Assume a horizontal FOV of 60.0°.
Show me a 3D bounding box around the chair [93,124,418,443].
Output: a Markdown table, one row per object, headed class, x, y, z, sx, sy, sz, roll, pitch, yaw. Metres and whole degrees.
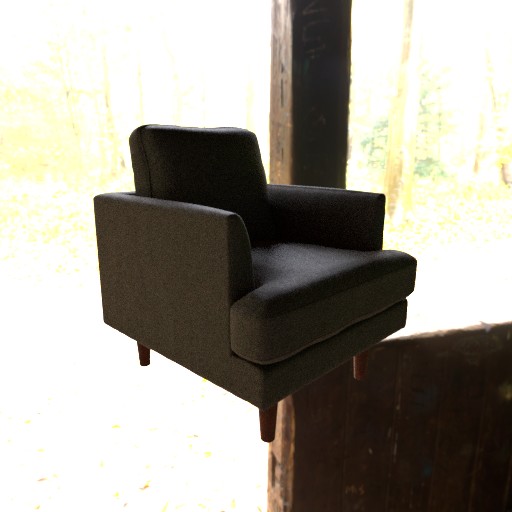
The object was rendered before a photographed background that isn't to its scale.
| class | x | y | z | sx | sy | sz | roll | pitch | yaw |
| --- | --- | --- | --- | --- | --- | --- | --- | --- | --- |
| chair | 0.000 | 0.000 | 1.651 | 0.899 | 0.957 | 0.858 | 13 | 18 | 43 |
